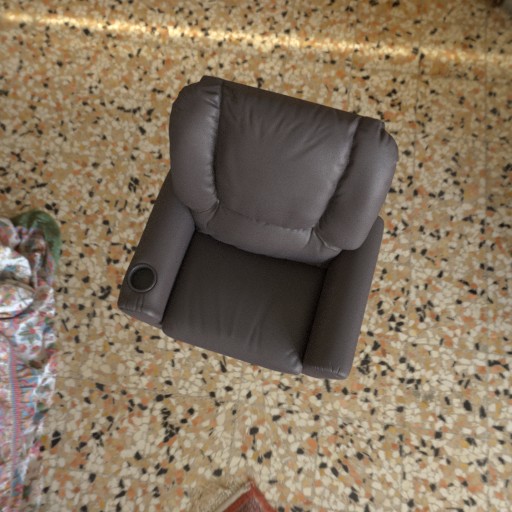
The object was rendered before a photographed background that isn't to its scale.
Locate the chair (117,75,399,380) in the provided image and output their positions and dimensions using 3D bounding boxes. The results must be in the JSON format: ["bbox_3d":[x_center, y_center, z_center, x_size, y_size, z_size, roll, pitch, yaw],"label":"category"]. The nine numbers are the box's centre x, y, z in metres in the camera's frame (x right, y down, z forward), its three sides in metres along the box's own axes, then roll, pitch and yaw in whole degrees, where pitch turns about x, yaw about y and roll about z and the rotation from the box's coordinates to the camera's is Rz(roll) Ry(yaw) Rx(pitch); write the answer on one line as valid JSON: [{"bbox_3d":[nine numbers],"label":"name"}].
[{"bbox_3d":[0.000,0.000,1.148,0.610,0.709,0.521,16,75,5],"label":"chair"}]
